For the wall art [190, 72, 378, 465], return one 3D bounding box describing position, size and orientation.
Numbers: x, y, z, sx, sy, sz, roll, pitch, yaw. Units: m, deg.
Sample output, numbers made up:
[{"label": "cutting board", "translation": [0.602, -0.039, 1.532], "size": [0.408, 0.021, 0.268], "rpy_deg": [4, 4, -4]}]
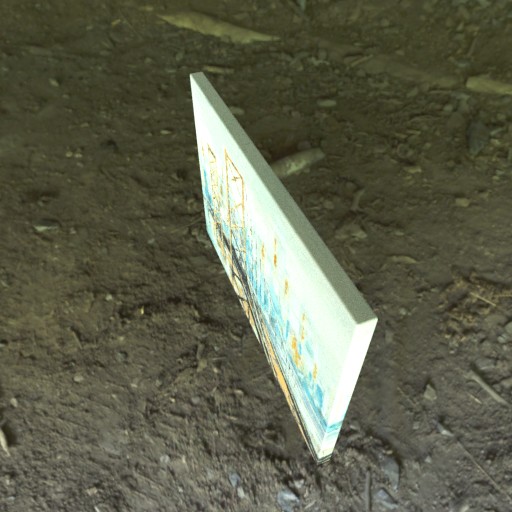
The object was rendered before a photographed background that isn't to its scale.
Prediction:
[{"label": "wall art", "translation": [0.000, 0.000, 1.179], "size": [0.038, 0.609, 0.913], "rpy_deg": [-16, 49, -15]}]
